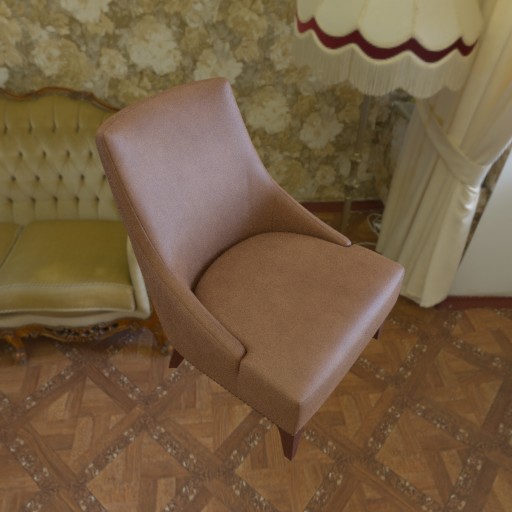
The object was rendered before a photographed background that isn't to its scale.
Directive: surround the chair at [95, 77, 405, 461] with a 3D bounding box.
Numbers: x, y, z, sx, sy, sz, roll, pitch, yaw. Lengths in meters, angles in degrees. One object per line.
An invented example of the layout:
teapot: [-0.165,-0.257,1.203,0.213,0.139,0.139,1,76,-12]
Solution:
chair: [0.000,0.000,1.508,0.861,0.909,0.701,27,48,27]
